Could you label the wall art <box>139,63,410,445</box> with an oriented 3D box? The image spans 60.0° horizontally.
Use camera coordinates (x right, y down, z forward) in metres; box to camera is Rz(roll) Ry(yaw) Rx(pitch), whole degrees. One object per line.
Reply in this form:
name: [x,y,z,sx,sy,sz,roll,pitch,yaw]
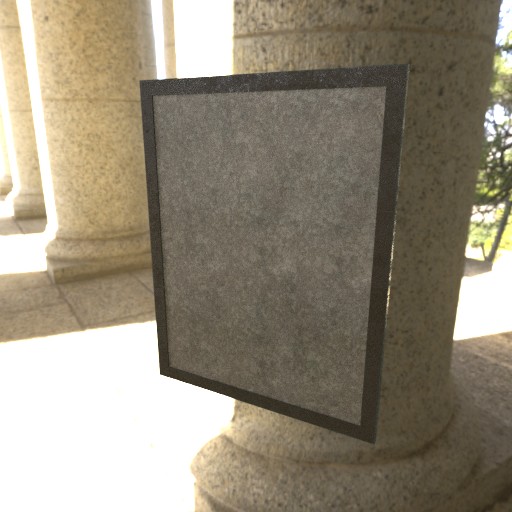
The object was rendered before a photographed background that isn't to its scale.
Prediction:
wall art: [0.000,0.000,1.285,0.767,0.983,0.030,9,18,27]
